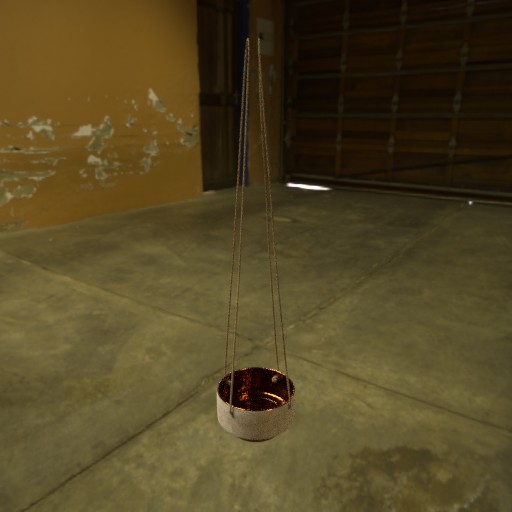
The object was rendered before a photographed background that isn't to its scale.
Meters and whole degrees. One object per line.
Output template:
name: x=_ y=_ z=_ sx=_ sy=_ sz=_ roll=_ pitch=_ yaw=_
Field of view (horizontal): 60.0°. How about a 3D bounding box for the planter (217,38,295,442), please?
planter: x=0.000 y=0.000 z=1.152 sx=0.223 sy=1.030 sz=0.223 roll=-2 pitch=17 yaw=-8
